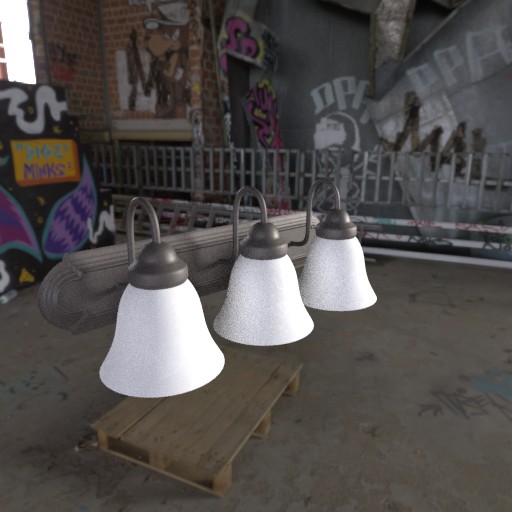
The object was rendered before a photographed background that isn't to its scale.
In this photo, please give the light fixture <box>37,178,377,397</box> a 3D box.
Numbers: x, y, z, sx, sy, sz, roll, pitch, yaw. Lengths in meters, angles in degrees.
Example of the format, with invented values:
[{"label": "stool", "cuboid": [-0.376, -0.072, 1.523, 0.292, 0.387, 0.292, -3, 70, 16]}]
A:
[{"label": "light fixture", "cuboid": [0.000, 0.000, 0.714, 0.610, 0.222, 0.199, -14, 21, -42]}]
